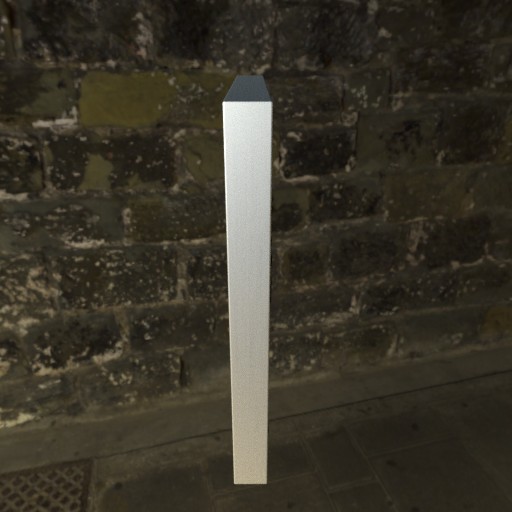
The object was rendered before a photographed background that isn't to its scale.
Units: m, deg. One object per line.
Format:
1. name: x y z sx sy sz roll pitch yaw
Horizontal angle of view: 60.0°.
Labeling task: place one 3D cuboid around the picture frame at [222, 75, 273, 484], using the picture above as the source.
1. picture frame: 0.000 0.000 0.390 0.036 0.282 0.233 0 25 0
